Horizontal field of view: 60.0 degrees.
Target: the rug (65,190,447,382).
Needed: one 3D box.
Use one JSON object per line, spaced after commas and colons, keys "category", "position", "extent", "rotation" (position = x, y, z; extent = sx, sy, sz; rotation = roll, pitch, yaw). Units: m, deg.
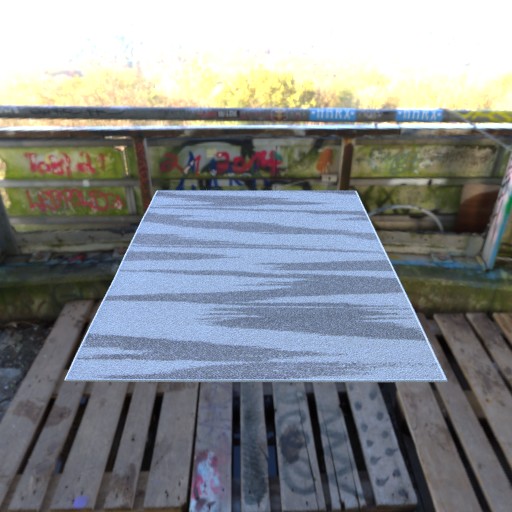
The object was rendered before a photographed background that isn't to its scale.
{"category": "rug", "position": [0.000, 0.000, 3.957], "extent": [2.353, 0.014, 2.945], "rotation": [0, 31, 0]}
